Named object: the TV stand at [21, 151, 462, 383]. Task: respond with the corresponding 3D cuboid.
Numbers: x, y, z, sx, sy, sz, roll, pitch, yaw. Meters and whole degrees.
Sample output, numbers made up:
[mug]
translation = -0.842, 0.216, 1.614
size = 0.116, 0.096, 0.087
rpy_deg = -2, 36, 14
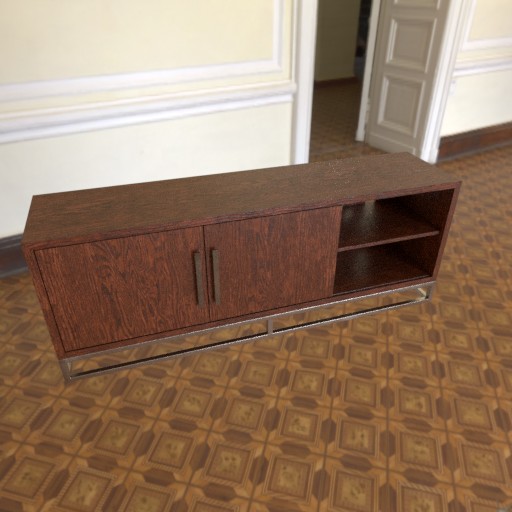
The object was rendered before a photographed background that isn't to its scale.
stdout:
[TV stand]
translation = 0.000, 0.000, 1.772
size = 1.541, 0.578, 0.382
rpy_deg = -10, 33, -15
